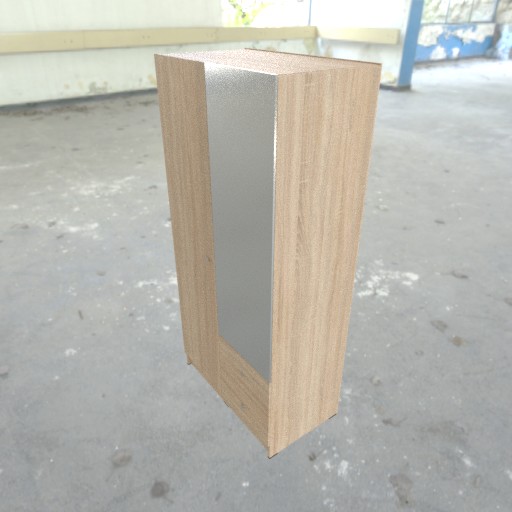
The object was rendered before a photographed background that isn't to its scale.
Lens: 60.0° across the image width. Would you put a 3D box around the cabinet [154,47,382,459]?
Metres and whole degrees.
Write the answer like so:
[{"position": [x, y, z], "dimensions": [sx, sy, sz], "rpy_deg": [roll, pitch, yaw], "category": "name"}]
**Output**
[{"position": [0.000, 0.000, 2.587], "dimensions": [0.590, 2.121, 1.001], "rpy_deg": [-20, 35, -31], "category": "cabinet"}]
